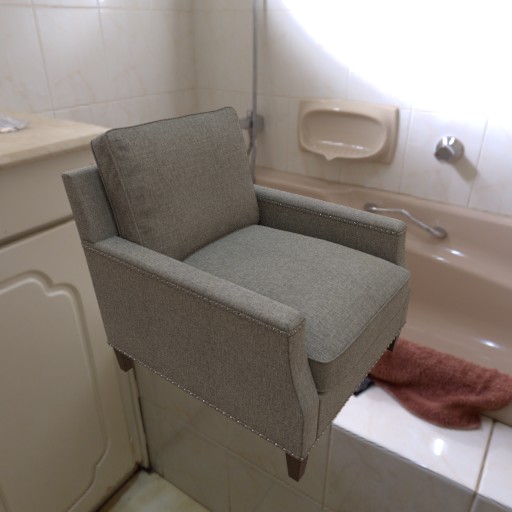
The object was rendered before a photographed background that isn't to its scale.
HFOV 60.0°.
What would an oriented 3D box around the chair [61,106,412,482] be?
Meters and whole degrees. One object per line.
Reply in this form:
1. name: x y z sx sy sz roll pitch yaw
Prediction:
1. chair: 0.000 0.000 1.664 1.014 0.943 0.853 19 33 32
